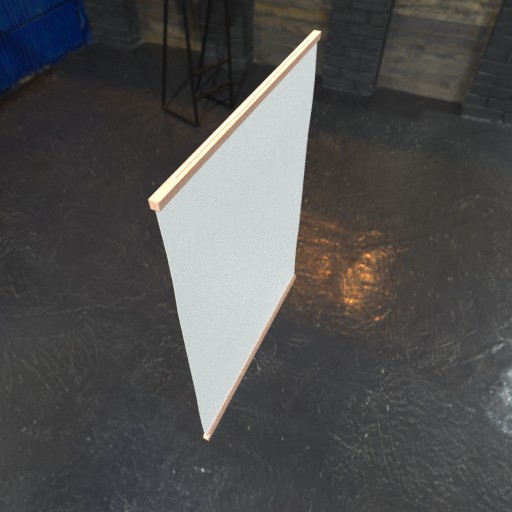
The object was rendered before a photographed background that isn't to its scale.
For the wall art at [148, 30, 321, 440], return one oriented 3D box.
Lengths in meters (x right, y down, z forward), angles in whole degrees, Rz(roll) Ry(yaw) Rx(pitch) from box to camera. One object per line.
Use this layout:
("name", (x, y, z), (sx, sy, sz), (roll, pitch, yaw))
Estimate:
("wall art", (0.000, 0.000, 1.298), (0.020, 1.013, 0.758), (19, 50, 17))
